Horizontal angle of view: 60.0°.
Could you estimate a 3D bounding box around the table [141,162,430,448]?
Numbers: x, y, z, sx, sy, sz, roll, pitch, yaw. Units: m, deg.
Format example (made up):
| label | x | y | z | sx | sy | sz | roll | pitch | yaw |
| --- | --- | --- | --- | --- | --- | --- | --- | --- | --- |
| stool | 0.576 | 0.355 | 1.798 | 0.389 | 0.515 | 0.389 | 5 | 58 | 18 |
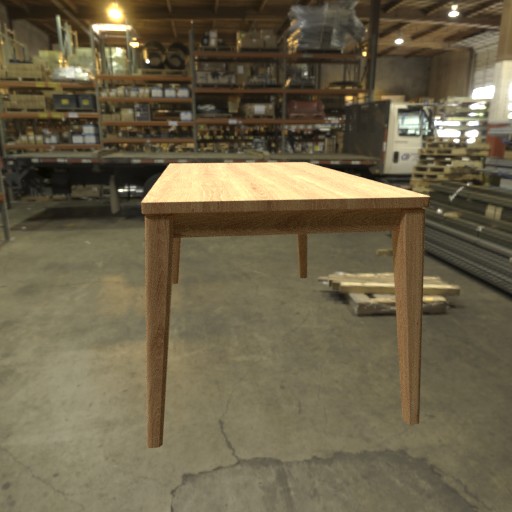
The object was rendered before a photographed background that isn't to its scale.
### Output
| label | x | y | z | sx | sy | sz | roll | pitch | yaw |
| --- | --- | --- | --- | --- | --- | --- | --- | --- | --- |
| table | 0.000 | 0.000 | 2.091 | 0.900 | 0.760 | 1.600 | -2 | 16 | -7 |
